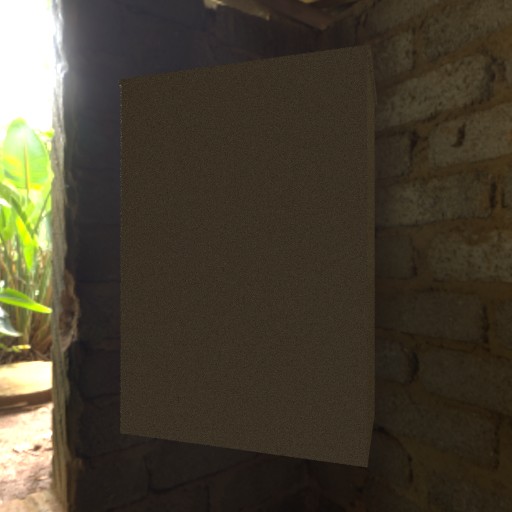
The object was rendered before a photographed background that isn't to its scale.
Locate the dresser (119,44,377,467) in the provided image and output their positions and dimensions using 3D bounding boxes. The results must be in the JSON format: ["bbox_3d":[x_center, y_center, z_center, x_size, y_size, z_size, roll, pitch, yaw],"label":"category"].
[{"bbox_3d":[0.000,0.000,1.364,0.704,1.021,0.401,0,0,18],"label":"dresser"}]
